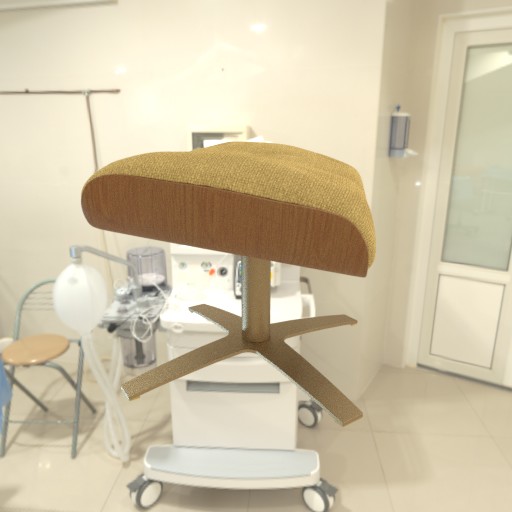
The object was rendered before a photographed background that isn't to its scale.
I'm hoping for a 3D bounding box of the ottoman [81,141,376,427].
[{"bbox_3d":[0.000,0.000,0.808,0.394,0.391,0.520,3,17,11],"label":"ottoman"}]
